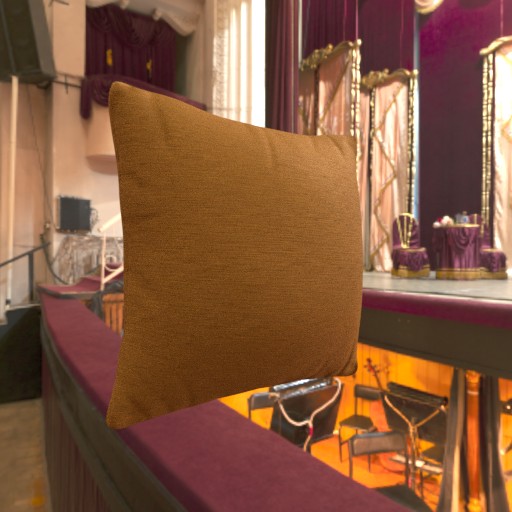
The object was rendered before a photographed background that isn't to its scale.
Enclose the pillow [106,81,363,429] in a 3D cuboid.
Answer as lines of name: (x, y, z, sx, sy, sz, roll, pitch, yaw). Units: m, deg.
pillow: (0.000, 0.000, 0.653, 0.435, 0.417, 0.247, 0, 0, -36)
